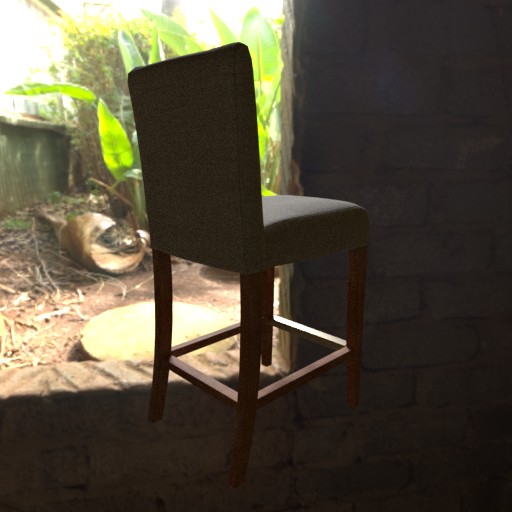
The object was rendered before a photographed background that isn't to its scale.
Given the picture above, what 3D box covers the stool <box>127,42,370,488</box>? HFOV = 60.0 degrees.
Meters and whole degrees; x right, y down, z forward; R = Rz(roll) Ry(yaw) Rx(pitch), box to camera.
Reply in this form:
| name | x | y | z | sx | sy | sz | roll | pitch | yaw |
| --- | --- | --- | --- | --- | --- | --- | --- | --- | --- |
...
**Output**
| name | x | y | z | sx | sy | sz | roll | pitch | yaw |
| --- | --- | --- | --- | --- | --- | --- | --- | --- | --- |
| stool | 0.000 | 0.000 | 1.319 | 0.567 | 1.039 | 0.454 | -13 | 19 | -43 |
